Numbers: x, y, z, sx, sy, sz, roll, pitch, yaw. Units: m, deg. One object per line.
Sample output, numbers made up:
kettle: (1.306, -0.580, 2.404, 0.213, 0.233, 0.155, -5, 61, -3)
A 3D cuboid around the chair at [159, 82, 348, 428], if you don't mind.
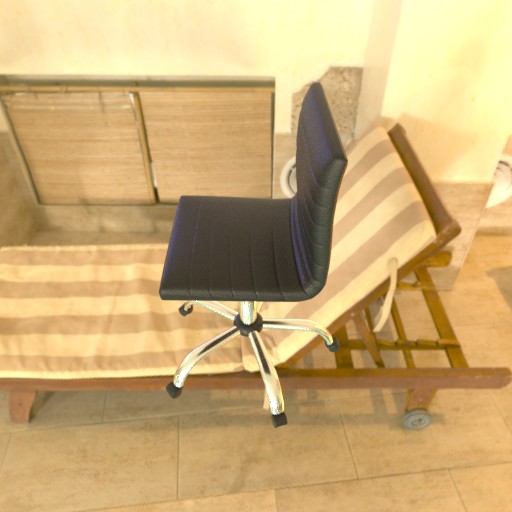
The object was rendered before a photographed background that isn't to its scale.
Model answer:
chair: (0.000, 0.000, 1.167, 0.530, 0.780, 0.556, 0, 40, 0)
